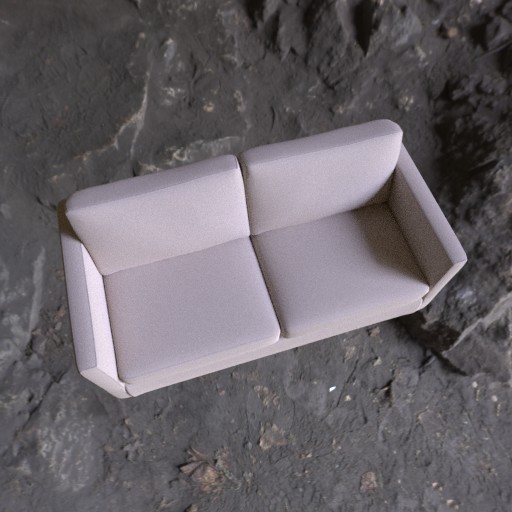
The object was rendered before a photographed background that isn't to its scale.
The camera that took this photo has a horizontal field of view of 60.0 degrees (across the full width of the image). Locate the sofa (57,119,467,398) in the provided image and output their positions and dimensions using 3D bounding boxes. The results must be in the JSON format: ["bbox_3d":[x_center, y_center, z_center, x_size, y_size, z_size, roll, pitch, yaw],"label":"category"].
[{"bbox_3d":[0.000,0.000,2.219,1.722,0.888,0.873,-15,64,-7],"label":"sofa"}]
